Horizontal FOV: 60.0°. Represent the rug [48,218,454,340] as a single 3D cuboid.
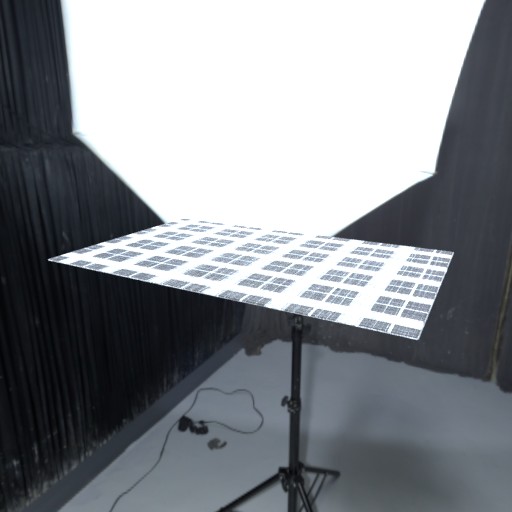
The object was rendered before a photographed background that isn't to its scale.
[{"bbox_3d":[0.000,0.000,3.119,2.434,0.015,1.520,9,19,27],"label":"rug"}]
